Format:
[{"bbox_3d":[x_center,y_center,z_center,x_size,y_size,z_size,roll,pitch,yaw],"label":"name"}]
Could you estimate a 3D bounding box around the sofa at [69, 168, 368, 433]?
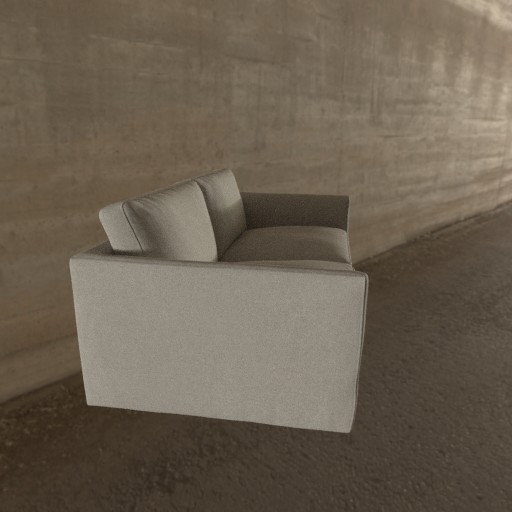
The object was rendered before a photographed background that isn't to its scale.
[{"bbox_3d":[0.000,0.000,2.490,1.091,0.839,1.905,3,16,9],"label":"sofa"}]
